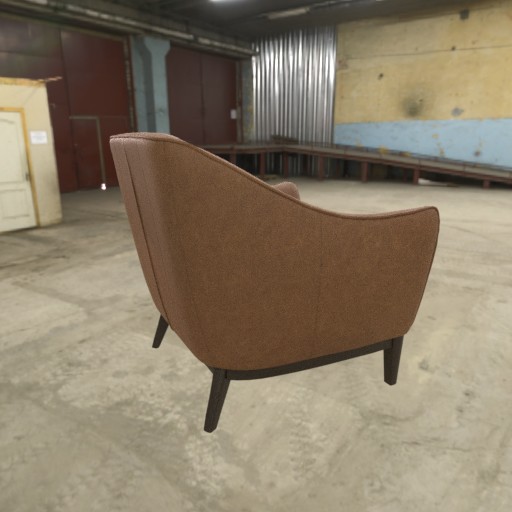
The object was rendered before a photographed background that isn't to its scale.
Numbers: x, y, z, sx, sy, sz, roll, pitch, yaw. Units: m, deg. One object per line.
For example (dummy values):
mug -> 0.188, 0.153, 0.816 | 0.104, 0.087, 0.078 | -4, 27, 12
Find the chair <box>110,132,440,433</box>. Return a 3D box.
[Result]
chair -> 0.000, 0.000, 1.554 | 0.852, 0.830, 0.871 | -8, 17, -26
